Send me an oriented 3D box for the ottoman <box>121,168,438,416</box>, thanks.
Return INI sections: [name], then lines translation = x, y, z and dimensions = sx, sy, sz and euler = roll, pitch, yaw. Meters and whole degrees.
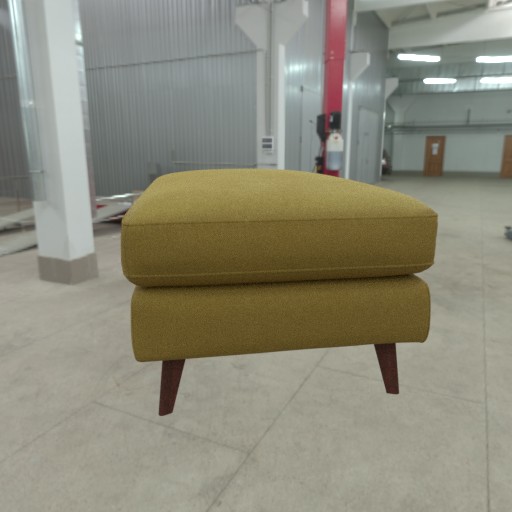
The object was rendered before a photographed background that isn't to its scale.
[ottoman]
translation = 0.000, 0.000, 1.189
dimensions = 0.608, 0.449, 0.811
euler = -2, 14, -9
